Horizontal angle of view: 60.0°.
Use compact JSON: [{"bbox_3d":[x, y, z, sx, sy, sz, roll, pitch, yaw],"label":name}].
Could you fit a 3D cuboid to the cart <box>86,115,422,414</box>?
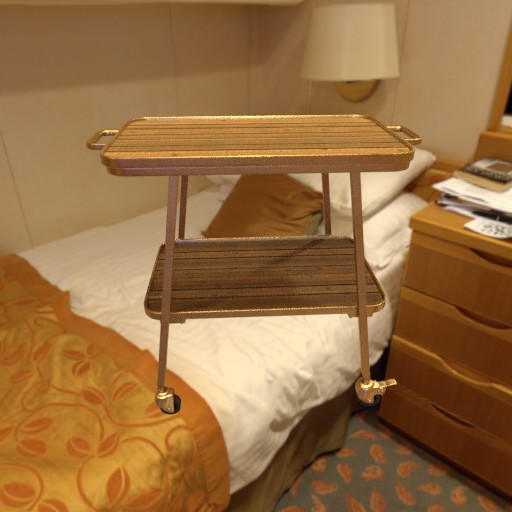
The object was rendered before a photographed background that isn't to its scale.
[{"bbox_3d":[0.000,0.000,1.271,0.806,0.700,0.524,-2,29,-3],"label":"cart"}]
